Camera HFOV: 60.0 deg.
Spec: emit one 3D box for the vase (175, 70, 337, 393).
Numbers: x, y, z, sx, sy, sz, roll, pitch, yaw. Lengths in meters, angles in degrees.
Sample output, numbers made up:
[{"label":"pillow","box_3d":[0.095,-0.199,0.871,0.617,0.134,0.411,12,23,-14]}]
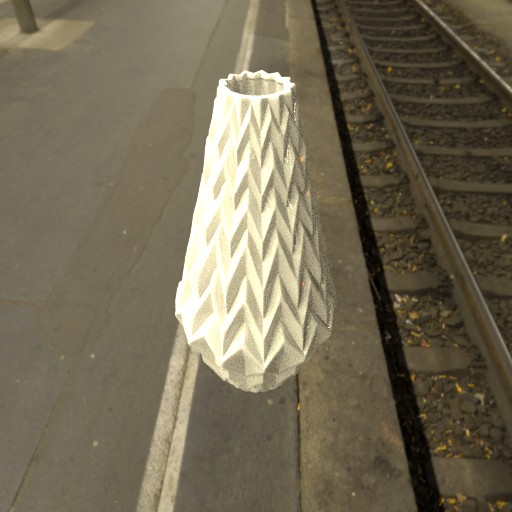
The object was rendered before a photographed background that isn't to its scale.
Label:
[{"label":"vase","box_3d":[0.000,0.000,0.423,0.167,0.328,0.167,0,41,0]}]
